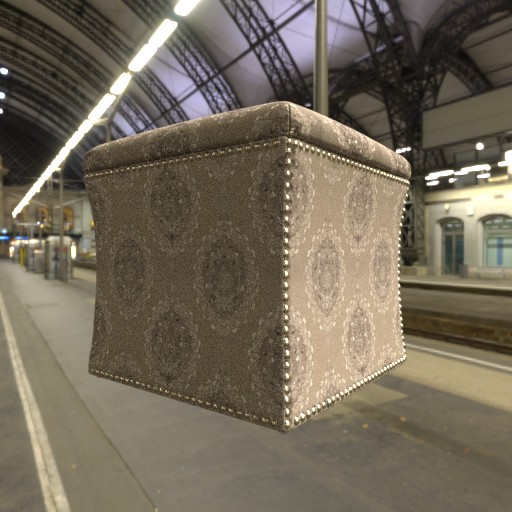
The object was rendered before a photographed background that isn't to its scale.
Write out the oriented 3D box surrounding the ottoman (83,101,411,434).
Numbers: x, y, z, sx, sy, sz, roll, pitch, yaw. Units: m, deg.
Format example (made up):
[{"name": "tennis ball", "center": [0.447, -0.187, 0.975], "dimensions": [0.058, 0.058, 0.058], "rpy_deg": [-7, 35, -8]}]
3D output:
[{"name": "ottoman", "center": [0.000, 0.000, 0.908], "dimensions": [0.497, 0.473, 0.507], "rpy_deg": [1, 1, 37]}]
